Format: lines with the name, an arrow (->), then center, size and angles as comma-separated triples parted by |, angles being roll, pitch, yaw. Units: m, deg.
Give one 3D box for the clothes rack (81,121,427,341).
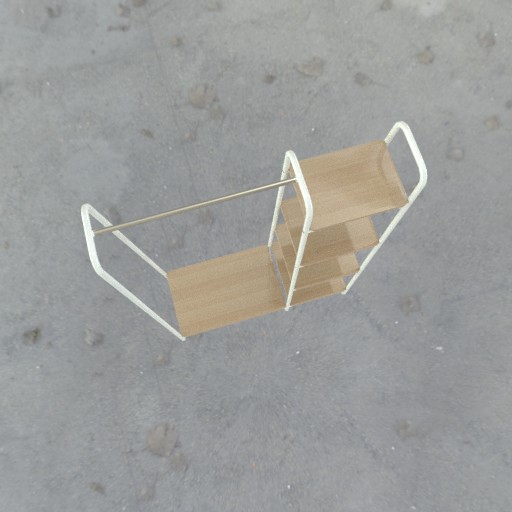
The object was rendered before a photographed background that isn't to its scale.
clothes rack -> 0.000, 0.000, 2.010 | 1.011, 1.500, 0.400 | -16, 75, -4
